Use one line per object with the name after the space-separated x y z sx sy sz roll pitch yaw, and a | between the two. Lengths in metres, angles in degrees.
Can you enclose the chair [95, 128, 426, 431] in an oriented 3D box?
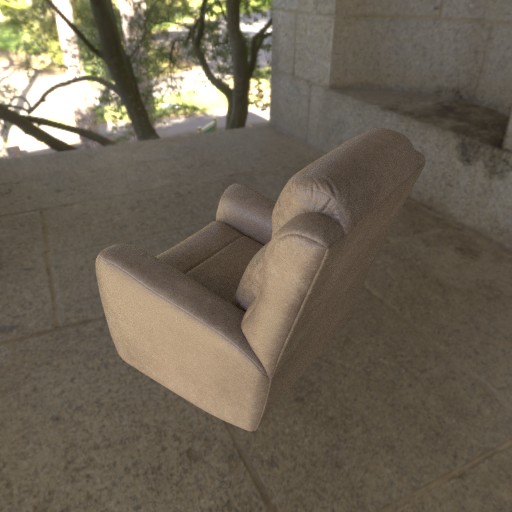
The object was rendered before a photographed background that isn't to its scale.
0.000 0.000 1.927 1.068 1.116 0.967 21 37 29 | chair
